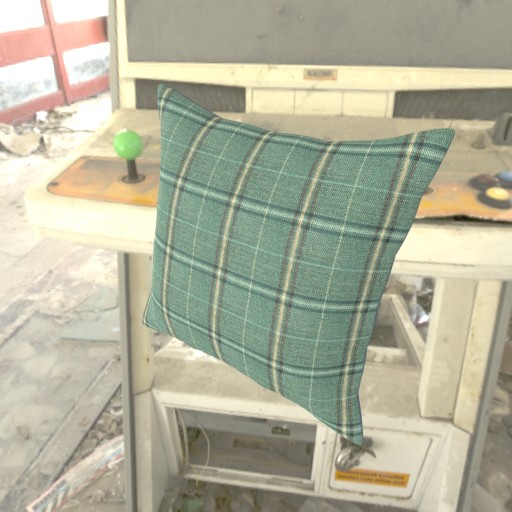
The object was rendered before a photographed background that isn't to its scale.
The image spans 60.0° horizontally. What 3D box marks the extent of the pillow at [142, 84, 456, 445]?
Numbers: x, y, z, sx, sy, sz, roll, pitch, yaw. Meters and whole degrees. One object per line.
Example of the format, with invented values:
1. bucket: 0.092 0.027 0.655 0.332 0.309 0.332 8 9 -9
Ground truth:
1. pillow: 0.000 0.000 0.668 0.453 0.430 0.200 20 37 29
